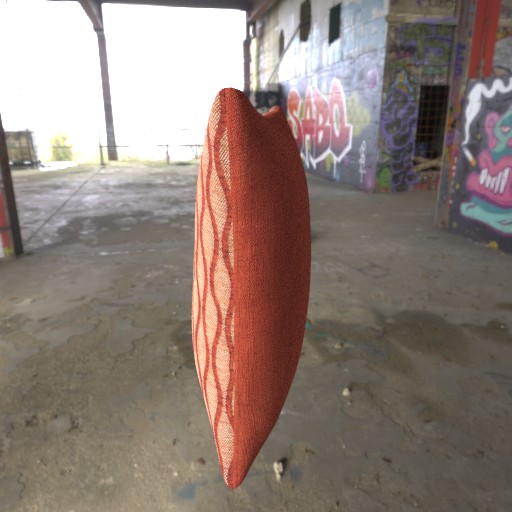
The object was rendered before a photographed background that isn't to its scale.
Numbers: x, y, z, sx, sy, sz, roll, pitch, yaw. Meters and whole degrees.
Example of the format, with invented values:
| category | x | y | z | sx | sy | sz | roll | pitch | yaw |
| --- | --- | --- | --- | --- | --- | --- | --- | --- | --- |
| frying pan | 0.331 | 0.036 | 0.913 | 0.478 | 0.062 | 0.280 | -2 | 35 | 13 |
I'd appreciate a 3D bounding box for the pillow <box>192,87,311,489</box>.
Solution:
| category | x | y | z | sx | sy | sz | roll | pitch | yaw |
| --- | --- | --- | --- | --- | --- | --- | --- | --- | --- |
| pillow | 0.000 | 0.000 | 0.646 | 0.159 | 0.434 | 0.429 | 2 | 17 | 7 |
